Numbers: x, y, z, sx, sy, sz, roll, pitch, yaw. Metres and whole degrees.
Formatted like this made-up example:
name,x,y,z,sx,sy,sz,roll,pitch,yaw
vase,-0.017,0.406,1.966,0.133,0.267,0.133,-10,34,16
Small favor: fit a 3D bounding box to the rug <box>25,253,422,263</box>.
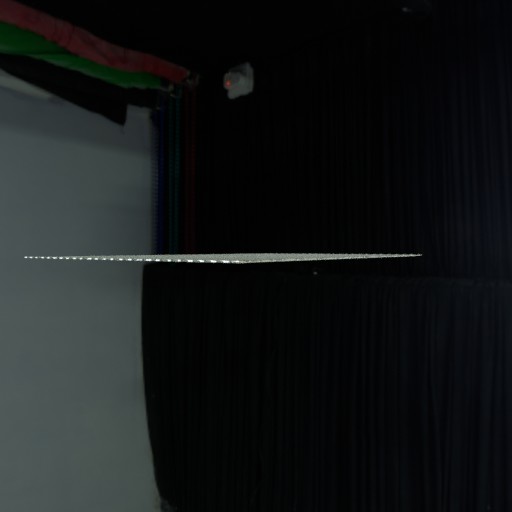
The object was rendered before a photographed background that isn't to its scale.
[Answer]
name,x,y,z,sx,sy,sz,roll,pitch,yaw
rug,0.000,0.000,3.053,1.539,0.011,2.410,1,1,37
